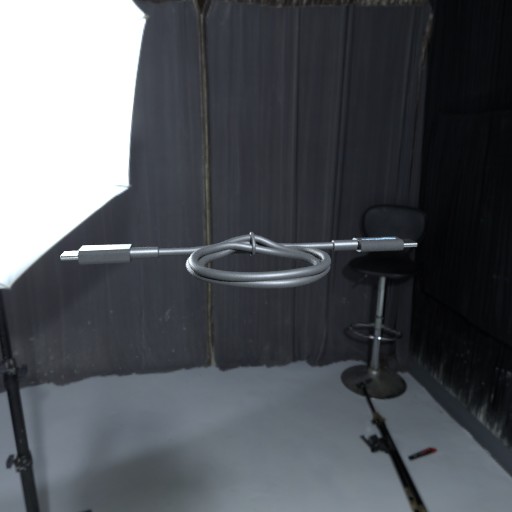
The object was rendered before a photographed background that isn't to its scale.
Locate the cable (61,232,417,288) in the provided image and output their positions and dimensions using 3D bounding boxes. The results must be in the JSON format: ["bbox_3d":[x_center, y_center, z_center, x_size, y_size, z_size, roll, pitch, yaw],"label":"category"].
[{"bbox_3d":[0.000,0.000,0.215,0.192,0.014,0.070,-2,15,-9],"label":"cable"}]
